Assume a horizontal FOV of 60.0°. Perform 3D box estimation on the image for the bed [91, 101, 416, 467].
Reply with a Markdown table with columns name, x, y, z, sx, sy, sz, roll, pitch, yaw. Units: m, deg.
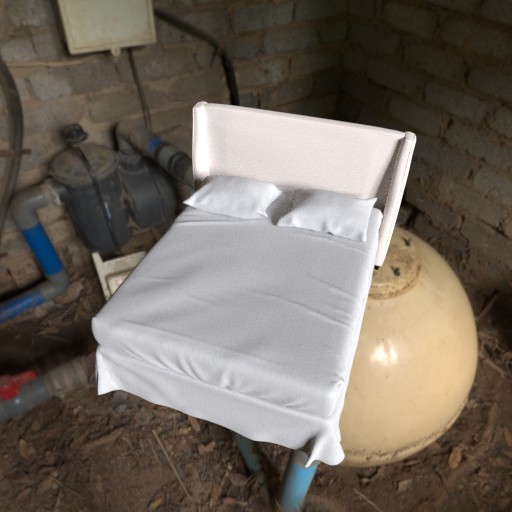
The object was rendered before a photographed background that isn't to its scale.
| name | x | y | z | sx | sy | sz | roll | pitch | yaw |
| --- | --- | --- | --- | --- | --- | --- | --- | --- | --- |
| bed | 0.000 | 0.000 | 3.391 | 1.925 | 1.332 | 2.276 | 13 | 43 | 15 |
